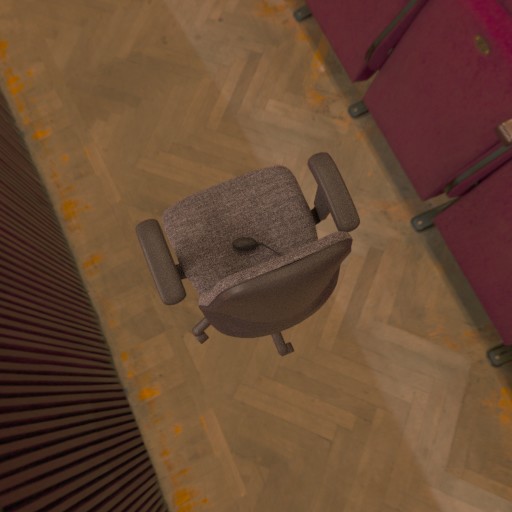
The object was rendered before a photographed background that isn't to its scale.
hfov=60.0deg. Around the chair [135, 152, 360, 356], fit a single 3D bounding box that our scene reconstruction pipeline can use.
[{"bbox_3d":[0.000,0.000,1.237,0.550,0.910,0.530,-22,75,-6],"label":"chair"}]
